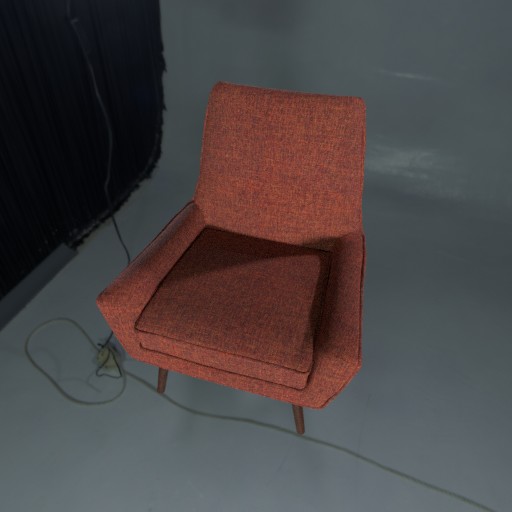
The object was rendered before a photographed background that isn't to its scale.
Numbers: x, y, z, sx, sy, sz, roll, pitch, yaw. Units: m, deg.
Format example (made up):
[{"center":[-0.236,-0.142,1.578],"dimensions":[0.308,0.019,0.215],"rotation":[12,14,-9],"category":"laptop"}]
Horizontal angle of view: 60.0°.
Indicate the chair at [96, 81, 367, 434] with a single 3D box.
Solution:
[{"center":[0.000,0.000,1.525],"dimensions":[0.803,0.911,0.784],"rotation":[12,42,13],"category":"chair"}]
